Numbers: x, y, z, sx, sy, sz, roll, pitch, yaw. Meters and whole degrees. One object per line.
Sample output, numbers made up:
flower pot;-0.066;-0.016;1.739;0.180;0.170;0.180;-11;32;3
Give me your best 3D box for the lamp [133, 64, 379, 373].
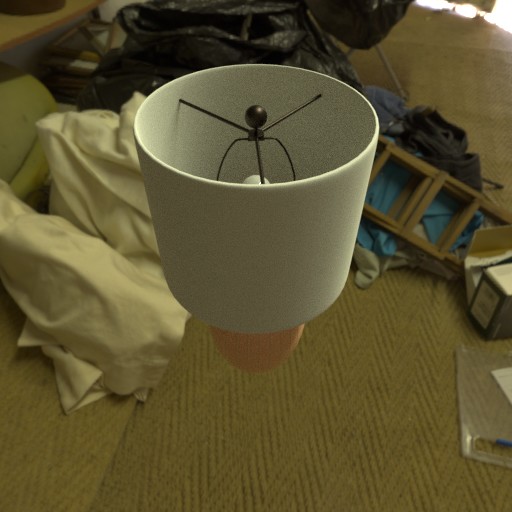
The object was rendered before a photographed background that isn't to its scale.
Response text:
lamp;0.000;0.000;0.794;0.329;0.570;0.329;0;46;0
